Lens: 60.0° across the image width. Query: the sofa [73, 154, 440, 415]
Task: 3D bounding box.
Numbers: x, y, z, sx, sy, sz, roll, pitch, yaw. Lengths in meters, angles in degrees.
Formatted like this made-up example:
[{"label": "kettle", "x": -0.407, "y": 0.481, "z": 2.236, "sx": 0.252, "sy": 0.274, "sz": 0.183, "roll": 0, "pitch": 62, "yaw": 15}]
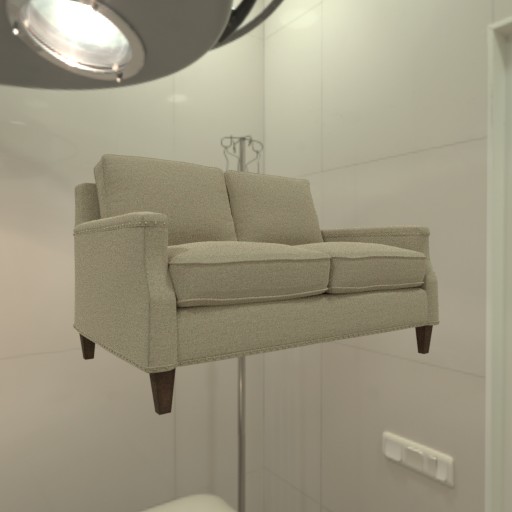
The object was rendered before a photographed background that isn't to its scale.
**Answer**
[{"label": "sofa", "x": 0.000, "y": 0.000, "z": 2.248, "sx": 1.597, "sy": 1.003, "sz": 1.084, "roll": -1, "pitch": 1, "yaw": -36}]
